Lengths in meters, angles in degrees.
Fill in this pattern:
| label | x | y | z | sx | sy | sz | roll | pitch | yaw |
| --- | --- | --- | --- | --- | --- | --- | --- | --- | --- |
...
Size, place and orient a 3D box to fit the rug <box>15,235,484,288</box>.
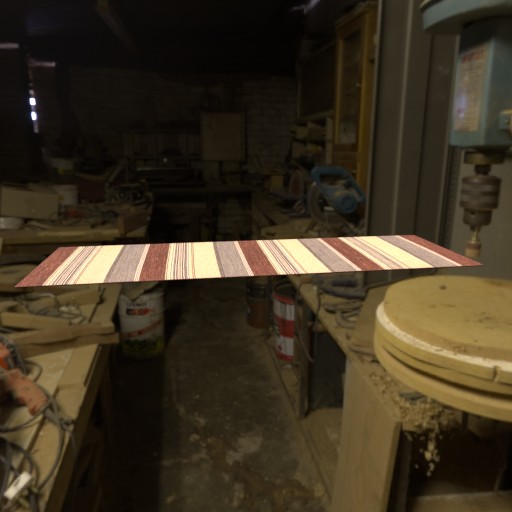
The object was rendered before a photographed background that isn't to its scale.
| label | x | y | z | sx | sy | sz | roll | pitch | yaw |
| --- | --- | --- | --- | --- | --- | --- | --- | --- | --- |
| rug | 0.000 | 0.000 | 2.655 | 2.437 | 0.006 | 0.792 | -2 | 15 | -8 |
